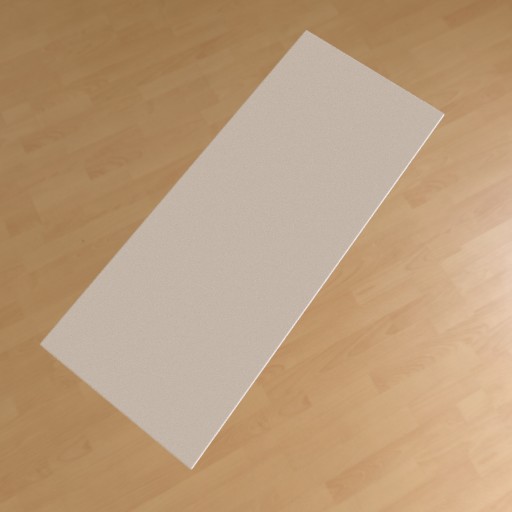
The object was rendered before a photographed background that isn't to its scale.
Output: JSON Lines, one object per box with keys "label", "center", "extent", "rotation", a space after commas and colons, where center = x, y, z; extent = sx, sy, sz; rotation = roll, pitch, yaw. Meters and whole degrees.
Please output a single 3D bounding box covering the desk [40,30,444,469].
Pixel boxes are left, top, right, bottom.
{"label": "desk", "center": [0.000, 0.000, 1.616], "extent": [0.508, 0.775, 1.220], "rotation": [36, 78, 9]}
